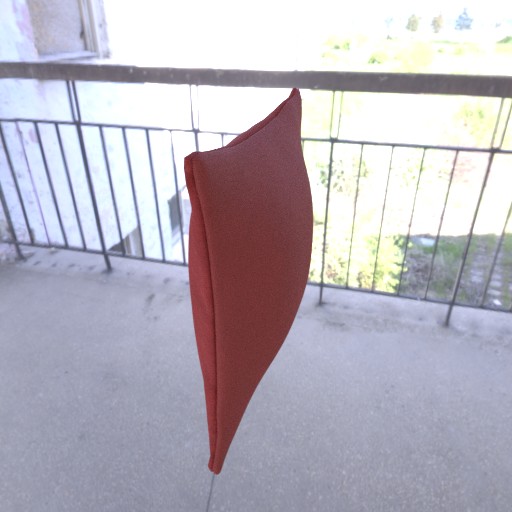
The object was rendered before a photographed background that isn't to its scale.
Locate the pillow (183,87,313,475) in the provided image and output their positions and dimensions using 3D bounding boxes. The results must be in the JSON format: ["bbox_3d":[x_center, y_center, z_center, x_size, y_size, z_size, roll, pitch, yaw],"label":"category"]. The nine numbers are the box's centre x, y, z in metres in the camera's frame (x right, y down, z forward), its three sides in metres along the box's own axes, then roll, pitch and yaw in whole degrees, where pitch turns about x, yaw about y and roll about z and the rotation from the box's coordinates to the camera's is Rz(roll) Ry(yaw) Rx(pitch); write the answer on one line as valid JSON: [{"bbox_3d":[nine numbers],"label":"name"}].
[{"bbox_3d":[0.000,0.000,0.652,0.151,0.416,0.435,8,30,15],"label":"pillow"}]
